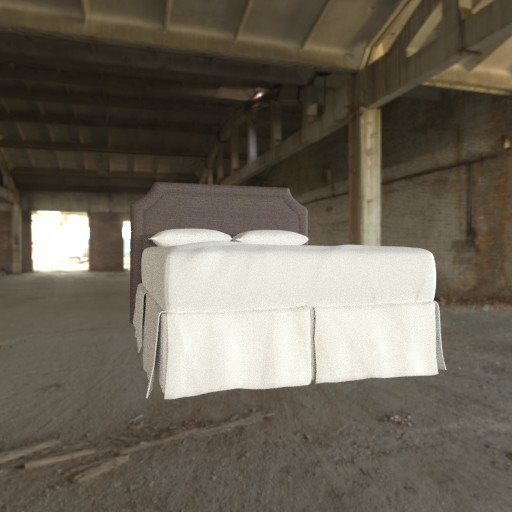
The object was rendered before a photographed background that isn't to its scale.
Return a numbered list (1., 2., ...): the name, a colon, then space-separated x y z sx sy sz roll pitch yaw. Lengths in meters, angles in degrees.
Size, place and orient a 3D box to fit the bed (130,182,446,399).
1. bed: 0.000 0.000 3.190 1.693 1.290 2.116 0 1 -17
